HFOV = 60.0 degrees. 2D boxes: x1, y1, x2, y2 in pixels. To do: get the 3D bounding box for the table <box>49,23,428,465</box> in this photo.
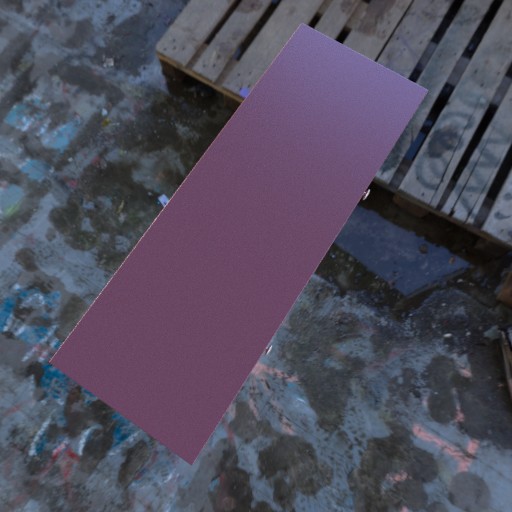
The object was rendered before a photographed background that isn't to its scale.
[{"bbox_3d":[0.000,0.000,1.426,0.397,0.753,1.068,32,78,8],"label":"table"}]
